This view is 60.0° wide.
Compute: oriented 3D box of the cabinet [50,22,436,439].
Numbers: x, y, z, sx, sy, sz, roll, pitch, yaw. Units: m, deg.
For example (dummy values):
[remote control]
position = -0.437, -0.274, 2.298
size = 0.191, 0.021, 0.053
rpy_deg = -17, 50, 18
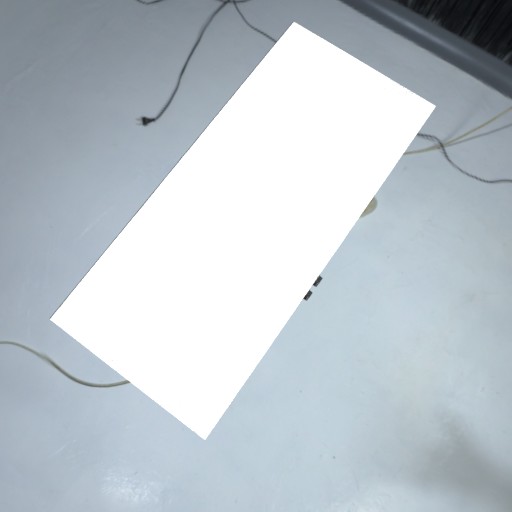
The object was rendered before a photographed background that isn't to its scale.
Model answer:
[cabinet]
position = 0.000, 0.000, 1.234
size = 0.370, 0.787, 0.781
rpy_deg = 35, 79, 8
